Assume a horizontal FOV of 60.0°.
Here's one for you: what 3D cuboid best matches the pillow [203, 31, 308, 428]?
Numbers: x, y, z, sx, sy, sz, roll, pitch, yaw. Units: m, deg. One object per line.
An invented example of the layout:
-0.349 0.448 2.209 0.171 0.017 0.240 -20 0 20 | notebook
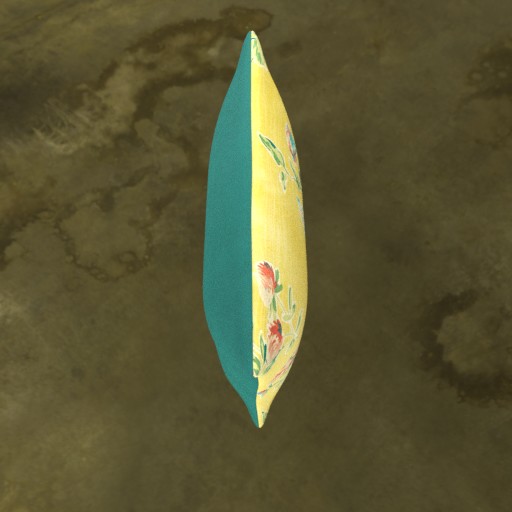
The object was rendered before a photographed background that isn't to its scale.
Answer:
0.000 0.000 0.790 0.166 0.508 0.525 0 63 0 | pillow
